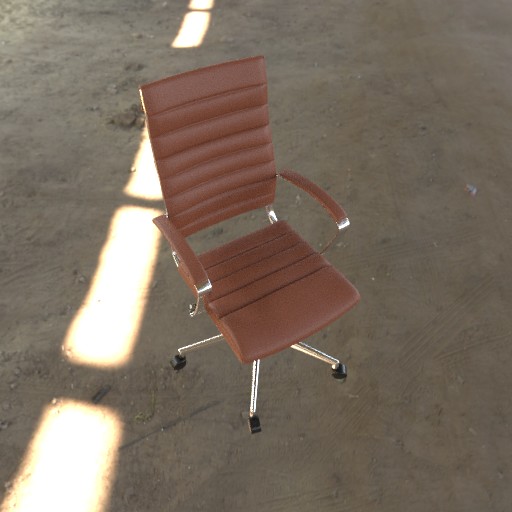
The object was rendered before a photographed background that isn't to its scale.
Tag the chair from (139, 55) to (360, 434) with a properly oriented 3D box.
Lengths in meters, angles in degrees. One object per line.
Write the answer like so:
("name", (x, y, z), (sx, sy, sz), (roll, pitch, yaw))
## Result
("chair", (0.000, 0.000, 1.626), (0.766, 1.149, 0.739), (-24, 51, -21))
